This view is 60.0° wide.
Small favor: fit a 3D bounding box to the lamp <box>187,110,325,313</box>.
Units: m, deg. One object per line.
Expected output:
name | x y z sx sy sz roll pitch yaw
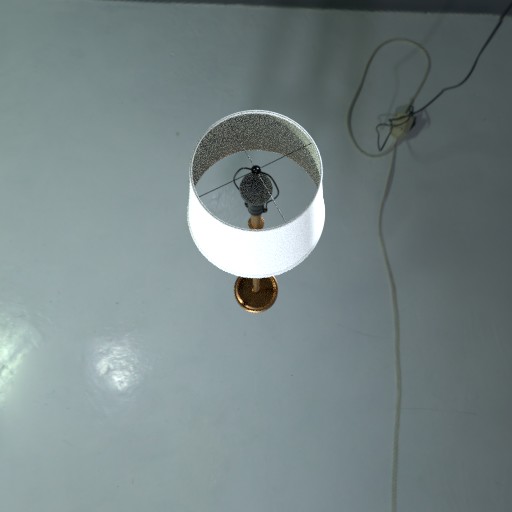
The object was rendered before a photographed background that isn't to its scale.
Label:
lamp | 0.000 0.000 0.799 0.178 0.710 0.178 0 75 0
